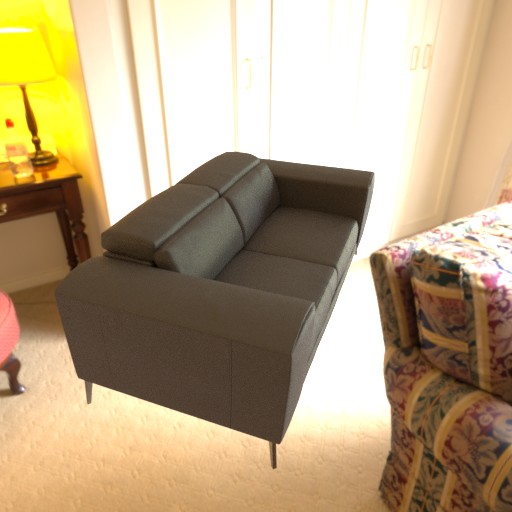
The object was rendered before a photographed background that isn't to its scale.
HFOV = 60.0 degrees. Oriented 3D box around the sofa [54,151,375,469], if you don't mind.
[{"bbox_3d":[0.000,0.000,2.441,1.003,0.779,1.895,11,32,18],"label":"sofa"}]
